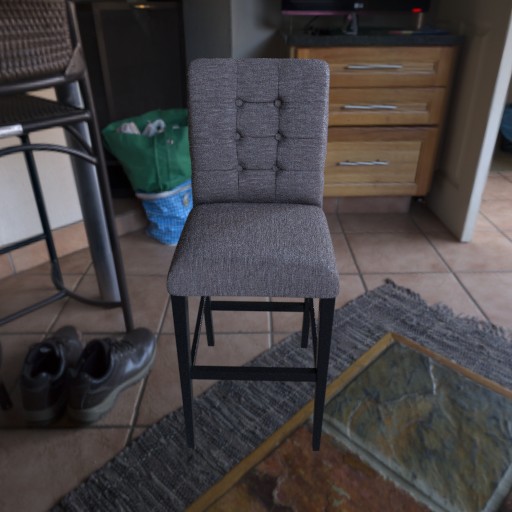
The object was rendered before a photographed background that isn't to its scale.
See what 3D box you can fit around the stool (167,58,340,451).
[{"bbox_3d":[0.000,0.000,1.436,0.452,1.131,0.613,1,29,1],"label":"stool"}]
